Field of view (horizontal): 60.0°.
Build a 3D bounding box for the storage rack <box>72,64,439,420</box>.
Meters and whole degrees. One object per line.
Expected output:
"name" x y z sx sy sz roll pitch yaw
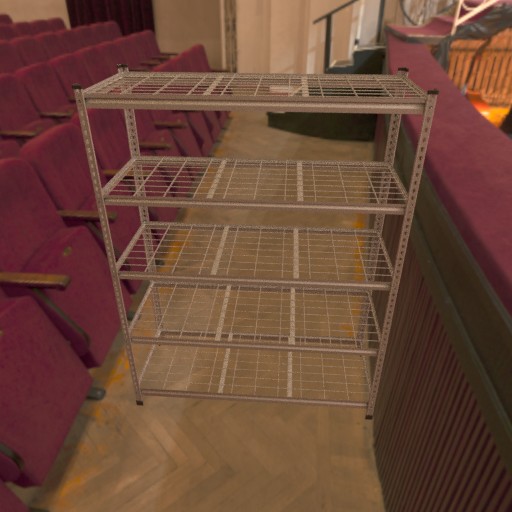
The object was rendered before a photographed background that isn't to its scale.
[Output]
"storage rack" 0.000 0.000 2.593 1.524 1.981 0.610 2 31 4
